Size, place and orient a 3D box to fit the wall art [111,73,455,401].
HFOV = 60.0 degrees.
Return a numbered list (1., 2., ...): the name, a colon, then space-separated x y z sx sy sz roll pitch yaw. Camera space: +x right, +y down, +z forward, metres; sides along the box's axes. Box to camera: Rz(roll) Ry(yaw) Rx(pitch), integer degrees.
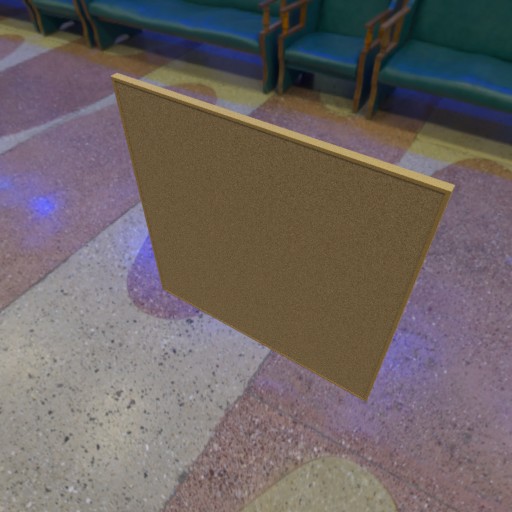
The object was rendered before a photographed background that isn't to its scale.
1. wall art: 0.000 0.000 0.681 0.457 0.455 0.013 25 52 22
